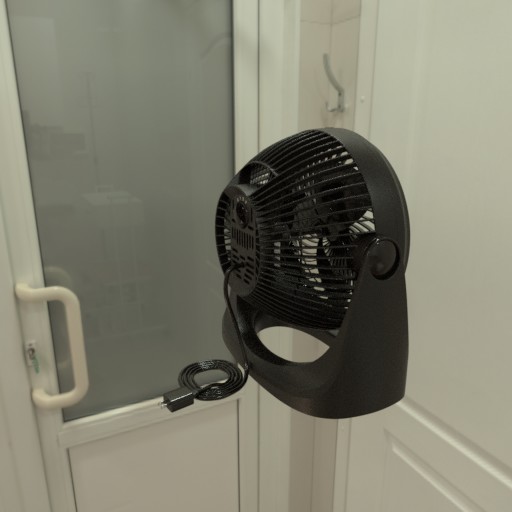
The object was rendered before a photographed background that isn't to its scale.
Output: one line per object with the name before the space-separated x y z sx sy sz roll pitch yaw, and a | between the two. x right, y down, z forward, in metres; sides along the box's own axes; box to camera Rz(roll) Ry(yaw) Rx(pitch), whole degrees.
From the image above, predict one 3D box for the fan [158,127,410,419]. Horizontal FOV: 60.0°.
fan | 0.000 0.000 0.497 0.256 0.277 0.273 -8 18 -26
